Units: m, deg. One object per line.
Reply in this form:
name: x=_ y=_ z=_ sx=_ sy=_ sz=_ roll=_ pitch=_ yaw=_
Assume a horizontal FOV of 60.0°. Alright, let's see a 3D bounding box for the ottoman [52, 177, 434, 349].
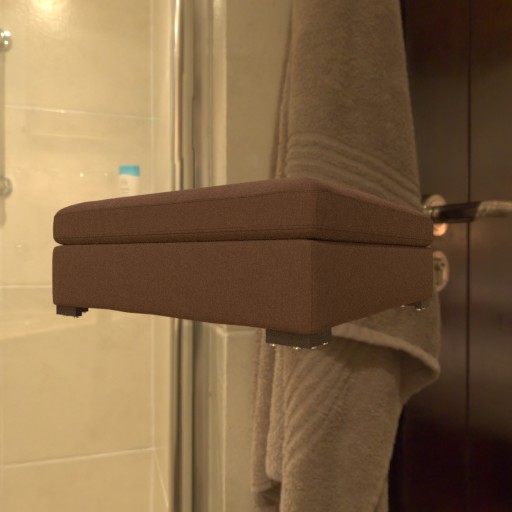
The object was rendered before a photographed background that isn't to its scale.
ottoman: x=0.000 y=0.000 z=1.874 sx=1.181 sy=0.470 sz=1.181 roll=0 pitch=0 yaw=35
